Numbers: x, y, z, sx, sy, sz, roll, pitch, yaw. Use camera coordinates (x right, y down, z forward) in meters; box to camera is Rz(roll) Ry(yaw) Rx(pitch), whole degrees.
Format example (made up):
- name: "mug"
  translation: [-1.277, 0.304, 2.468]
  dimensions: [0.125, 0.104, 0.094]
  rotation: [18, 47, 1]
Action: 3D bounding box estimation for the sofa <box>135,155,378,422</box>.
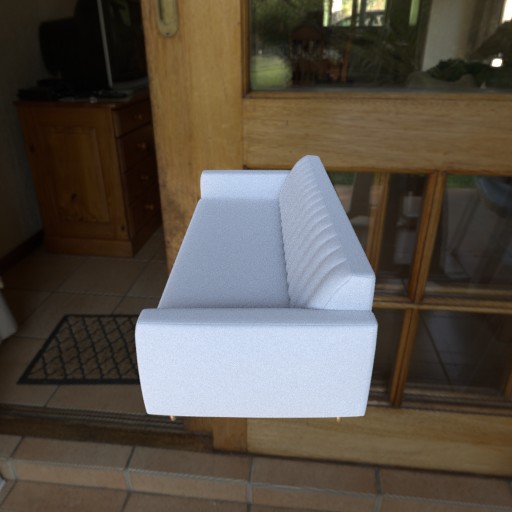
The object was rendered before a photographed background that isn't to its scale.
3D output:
- name: "sofa"
  translation: [0.000, 0.000, 2.821]
  dimensions: [0.990, 0.821, 2.291]
  rotation: [0, 26, 1]
